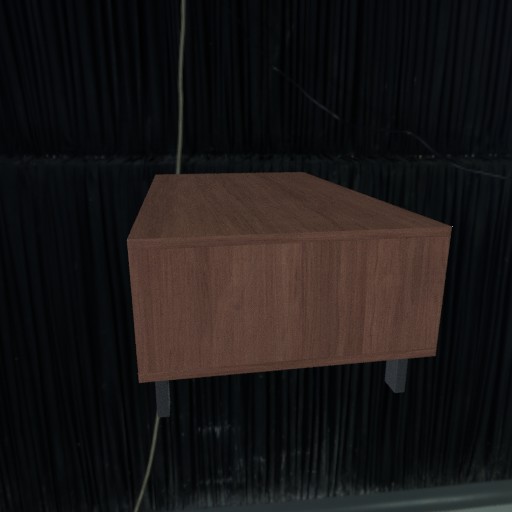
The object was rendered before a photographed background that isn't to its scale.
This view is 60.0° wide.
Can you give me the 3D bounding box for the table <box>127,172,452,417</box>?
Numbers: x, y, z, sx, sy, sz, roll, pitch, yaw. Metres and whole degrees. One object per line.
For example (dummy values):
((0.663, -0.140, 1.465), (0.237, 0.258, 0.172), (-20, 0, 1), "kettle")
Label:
((0.000, 0.000, 1.306), (0.600, 0.380, 1.020), (-3, 17, -9), "table")
